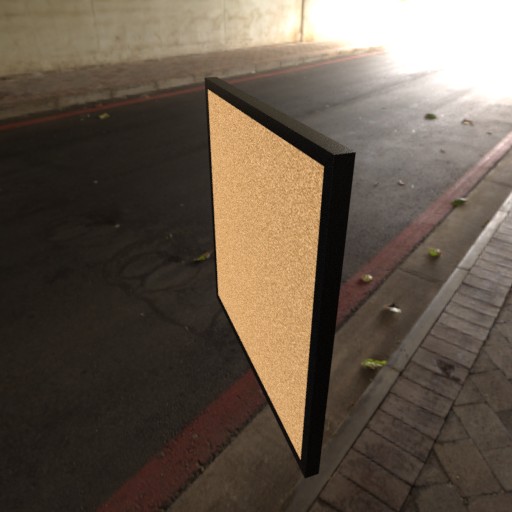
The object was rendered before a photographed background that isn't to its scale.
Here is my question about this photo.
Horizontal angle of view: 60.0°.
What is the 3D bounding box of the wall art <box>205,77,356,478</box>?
[{"bbox_3d":[0.000,0.000,1.134,0.036,0.755,0.756,-10,32,-17],"label":"wall art"}]
